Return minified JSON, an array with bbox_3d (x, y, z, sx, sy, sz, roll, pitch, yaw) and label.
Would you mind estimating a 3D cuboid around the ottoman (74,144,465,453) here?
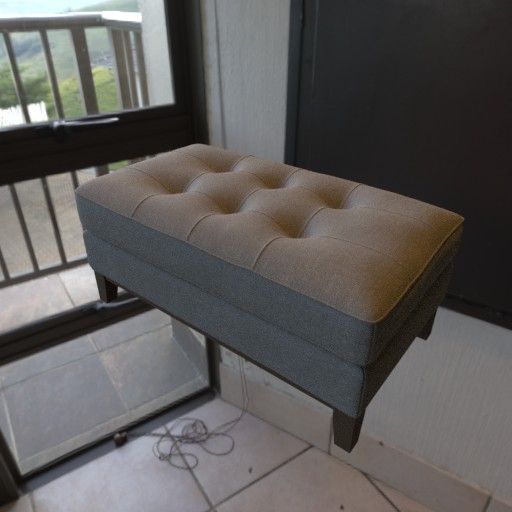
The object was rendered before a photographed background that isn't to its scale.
[{"bbox_3d":[0.000,0.000,1.514,1.143,0.514,0.648,22,37,32],"label":"ottoman"}]
